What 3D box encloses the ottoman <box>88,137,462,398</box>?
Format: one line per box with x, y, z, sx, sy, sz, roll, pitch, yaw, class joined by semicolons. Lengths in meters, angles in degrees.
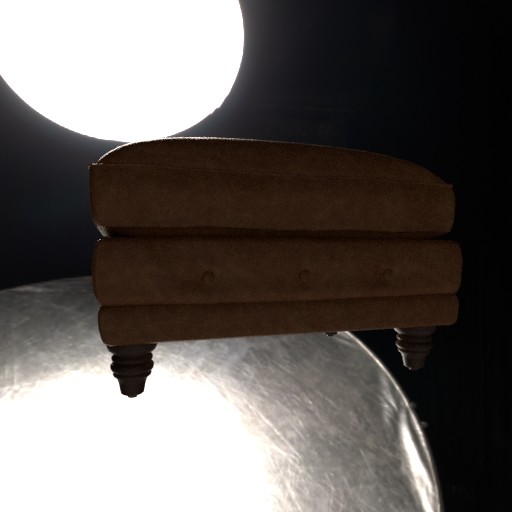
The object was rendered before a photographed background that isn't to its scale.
0.000;0.000;1.032;0.710;0.480;0.533;0;1;-18;ottoman
